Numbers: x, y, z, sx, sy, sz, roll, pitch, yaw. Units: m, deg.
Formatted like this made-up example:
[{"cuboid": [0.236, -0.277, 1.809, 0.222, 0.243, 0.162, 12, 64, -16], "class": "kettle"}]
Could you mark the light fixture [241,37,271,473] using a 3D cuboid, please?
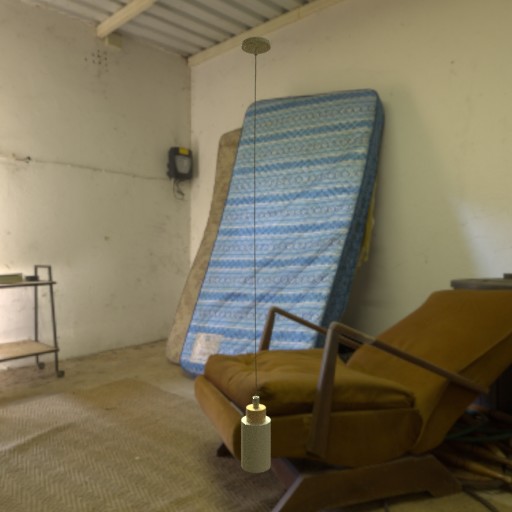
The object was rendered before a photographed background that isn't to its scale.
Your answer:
[{"cuboid": [0.000, 0.000, 1.890, 0.125, 1.798, 0.125, 0, 1, 20], "class": "light fixture"}]
